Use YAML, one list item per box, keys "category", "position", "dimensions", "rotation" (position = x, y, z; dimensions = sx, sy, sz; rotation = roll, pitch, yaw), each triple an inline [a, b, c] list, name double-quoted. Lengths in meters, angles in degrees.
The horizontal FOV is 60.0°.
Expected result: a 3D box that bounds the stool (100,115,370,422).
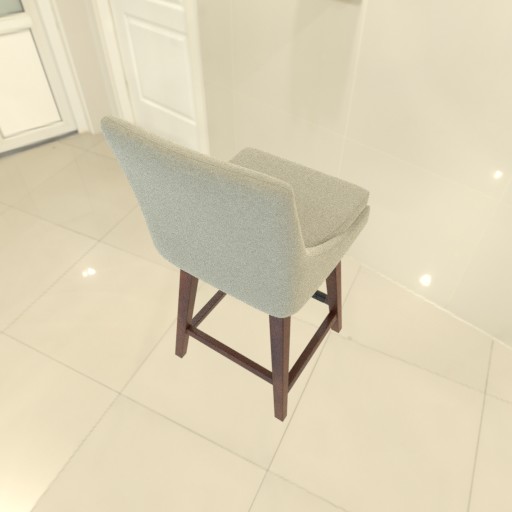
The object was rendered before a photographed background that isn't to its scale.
- category: "stool"
  position: [0.000, 0.000, 1.310]
  dimensions: [0.469, 0.991, 0.559]
  rotation: [25, 51, 22]
